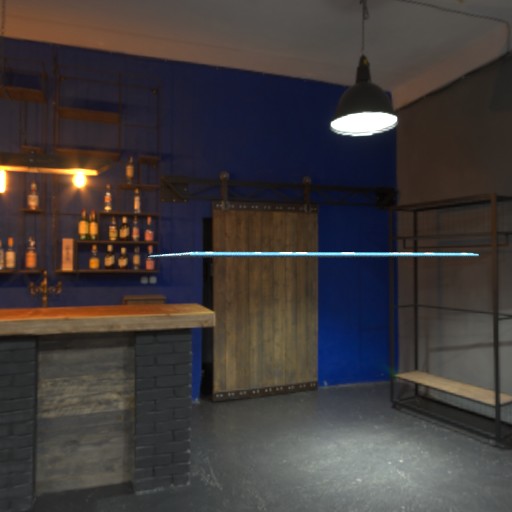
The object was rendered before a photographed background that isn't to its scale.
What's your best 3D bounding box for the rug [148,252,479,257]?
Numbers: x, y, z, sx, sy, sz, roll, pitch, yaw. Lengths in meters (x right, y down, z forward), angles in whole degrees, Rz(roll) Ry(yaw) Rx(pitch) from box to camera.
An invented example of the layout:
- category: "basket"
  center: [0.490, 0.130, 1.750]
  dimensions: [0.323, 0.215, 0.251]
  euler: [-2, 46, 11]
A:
- category: "rug"
  center: [0.000, 0.000, 1.421]
  dimensions: [0.604, 0.007, 1.219]
  euler: [0, 0, -17]
